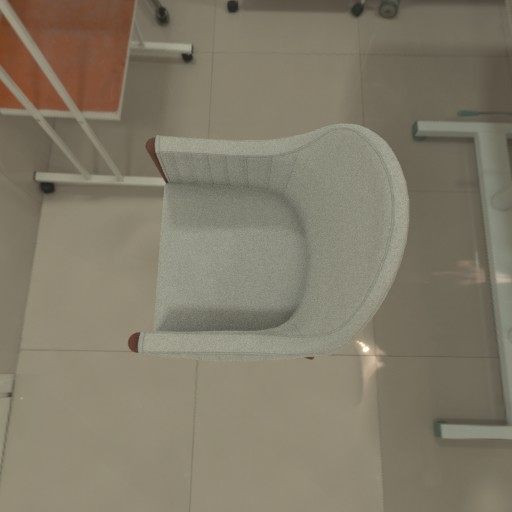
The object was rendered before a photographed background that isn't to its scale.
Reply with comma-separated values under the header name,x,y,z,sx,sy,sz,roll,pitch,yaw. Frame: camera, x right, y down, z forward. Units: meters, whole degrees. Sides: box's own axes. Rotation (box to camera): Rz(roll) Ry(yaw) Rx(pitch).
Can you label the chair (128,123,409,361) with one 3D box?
name,x,y,z,sx,sy,sz,roll,pitch,yaw
chair,0.000,0.000,1.313,0.620,0.889,0.610,1,75,0
